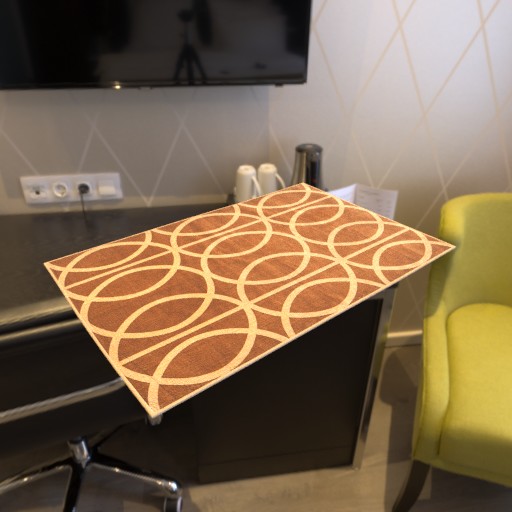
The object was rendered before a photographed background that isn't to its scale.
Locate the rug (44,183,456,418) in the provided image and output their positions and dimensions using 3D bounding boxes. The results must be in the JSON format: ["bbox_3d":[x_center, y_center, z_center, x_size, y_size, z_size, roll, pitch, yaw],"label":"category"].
[{"bbox_3d":[0.000,0.000,2.920,2.290,0.014,1.526,-22,37,-32],"label":"rug"}]
